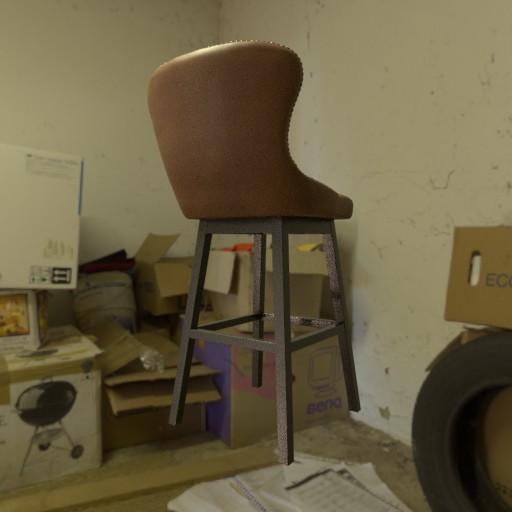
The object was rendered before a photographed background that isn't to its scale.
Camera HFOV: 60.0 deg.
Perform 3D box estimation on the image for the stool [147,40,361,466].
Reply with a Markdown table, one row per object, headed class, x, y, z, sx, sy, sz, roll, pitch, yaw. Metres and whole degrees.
| class | x | y | z | sx | sy | sz | roll | pitch | yaw |
| --- | --- | --- | --- | --- | --- | --- | --- | --- | --- |
| stool | 0.000 | 0.000 | 1.368 | 0.528 | 1.050 | 0.601 | 2 | 3 | 36 |
